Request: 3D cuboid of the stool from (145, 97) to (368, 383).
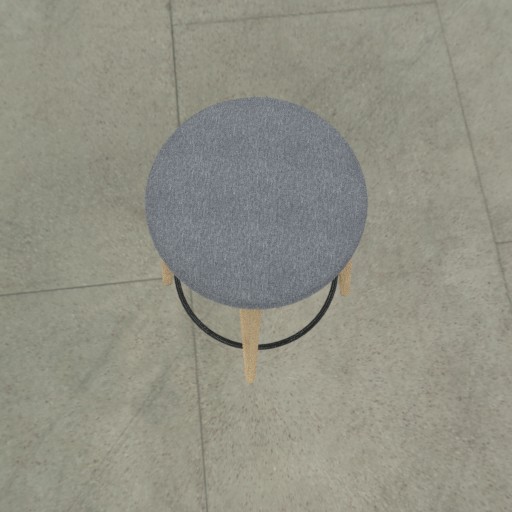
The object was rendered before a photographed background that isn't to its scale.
[{"bbox_3d":[0.000,0.000,0.978,0.410,0.770,0.410,-41,79,-9],"label":"stool"}]
